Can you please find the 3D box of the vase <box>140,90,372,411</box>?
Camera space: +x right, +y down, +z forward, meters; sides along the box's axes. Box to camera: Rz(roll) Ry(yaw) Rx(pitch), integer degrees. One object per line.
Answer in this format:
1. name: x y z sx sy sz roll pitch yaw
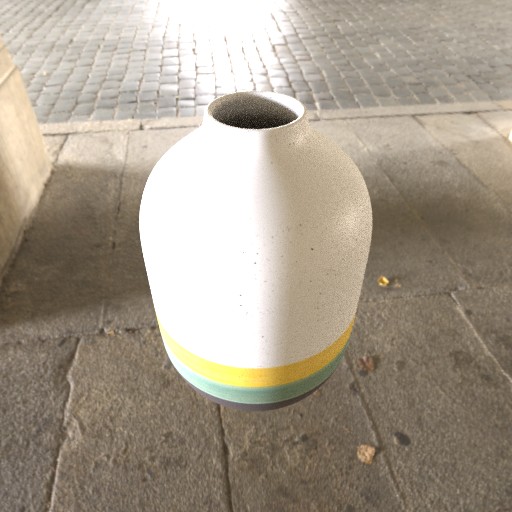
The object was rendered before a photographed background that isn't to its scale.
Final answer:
1. vase: 0.000 0.000 0.352 0.169 0.240 0.169 0 41 0
